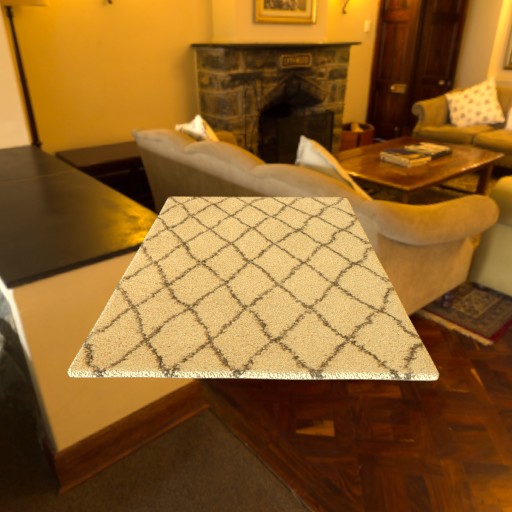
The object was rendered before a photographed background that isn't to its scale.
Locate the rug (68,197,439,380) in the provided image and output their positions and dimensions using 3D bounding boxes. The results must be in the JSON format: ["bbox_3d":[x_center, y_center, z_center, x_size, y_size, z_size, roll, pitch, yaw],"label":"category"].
[{"bbox_3d":[0.000,0.000,2.241,1.219,0.030,1.778,0,26,1],"label":"rug"}]
